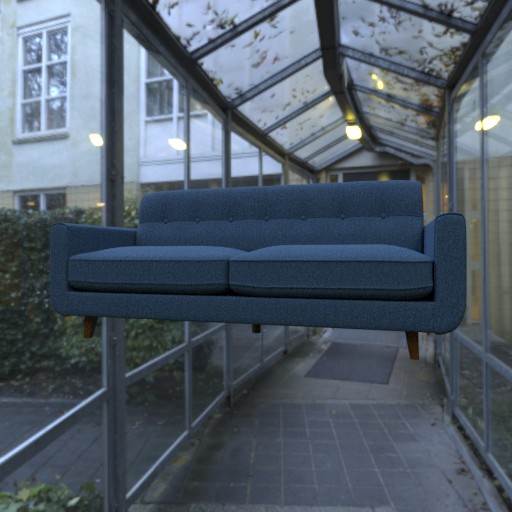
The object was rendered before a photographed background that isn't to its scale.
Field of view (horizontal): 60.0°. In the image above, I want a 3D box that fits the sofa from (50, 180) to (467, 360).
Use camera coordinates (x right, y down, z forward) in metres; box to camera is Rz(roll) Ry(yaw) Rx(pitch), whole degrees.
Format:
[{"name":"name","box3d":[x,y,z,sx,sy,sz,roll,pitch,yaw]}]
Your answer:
[{"name":"sofa","box3d":[0.000,0.000,2.521,2.055,0.884,0.942,0,0,17]}]
